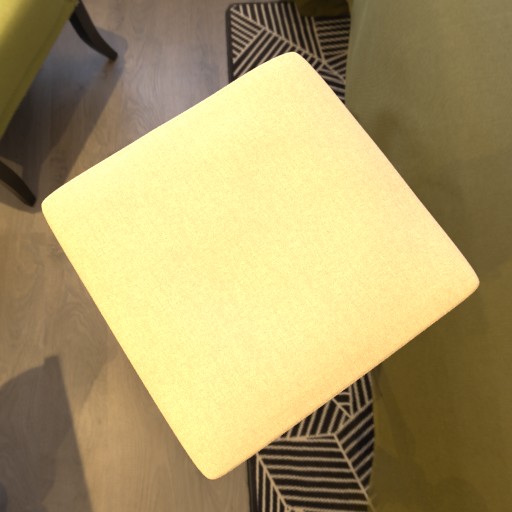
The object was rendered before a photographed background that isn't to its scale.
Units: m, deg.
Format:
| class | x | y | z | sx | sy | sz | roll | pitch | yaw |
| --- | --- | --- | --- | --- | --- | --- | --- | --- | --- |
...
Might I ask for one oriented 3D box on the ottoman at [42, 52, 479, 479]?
| class | x | y | z | sx | sy | sz | roll | pitch | yaw |
| --- | --- | --- | --- | --- | --- | --- | --- | --- | --- |
| ottoman | 0.000 | 0.000 | 1.284 | 0.843 | 0.436 | 0.840 | -34 | 80 | -7 |
